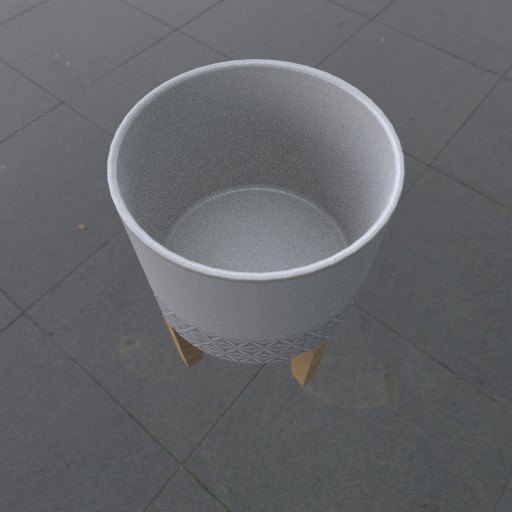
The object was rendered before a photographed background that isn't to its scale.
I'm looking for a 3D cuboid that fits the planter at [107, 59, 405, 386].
[{"bbox_3d":[0.000,0.000,0.521,0.249,0.343,0.249,0,59,0],"label":"planter"}]
